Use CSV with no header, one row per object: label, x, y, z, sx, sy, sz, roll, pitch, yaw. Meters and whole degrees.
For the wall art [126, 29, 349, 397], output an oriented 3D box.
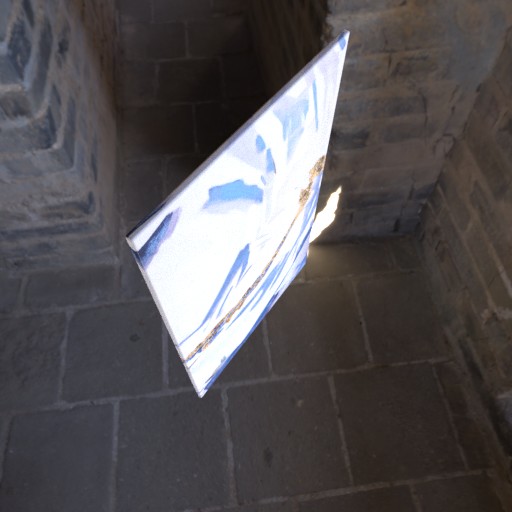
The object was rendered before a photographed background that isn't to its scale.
wall art,0.000,0.000,1.138,0.016,0.914,0.610,32,64,18
